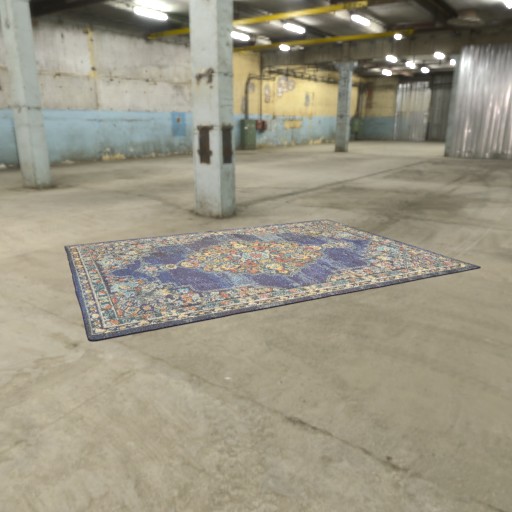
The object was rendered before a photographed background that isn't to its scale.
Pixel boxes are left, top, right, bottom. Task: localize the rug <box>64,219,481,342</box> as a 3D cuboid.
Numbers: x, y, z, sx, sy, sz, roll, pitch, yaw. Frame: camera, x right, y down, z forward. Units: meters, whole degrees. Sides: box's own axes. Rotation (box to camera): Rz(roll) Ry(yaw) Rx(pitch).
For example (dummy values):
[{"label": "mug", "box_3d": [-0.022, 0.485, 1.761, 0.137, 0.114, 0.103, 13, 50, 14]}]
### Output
[{"label": "rug", "box_3d": [0.000, 0.000, 2.891, 2.232, 0.009, 1.630, -8, 18, -25]}]
